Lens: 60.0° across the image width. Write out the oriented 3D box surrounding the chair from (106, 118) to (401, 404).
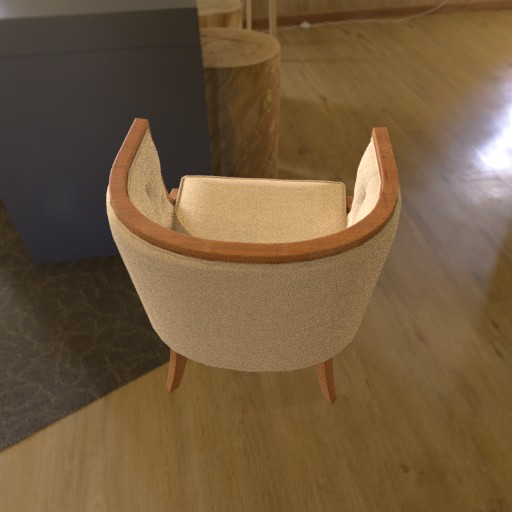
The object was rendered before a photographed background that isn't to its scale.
[{"bbox_3d":[0.000,0.000,1.389,0.711,0.775,0.757,3,47,3],"label":"chair"}]
